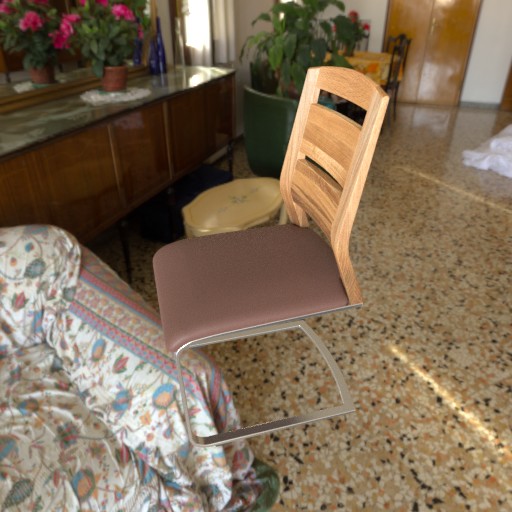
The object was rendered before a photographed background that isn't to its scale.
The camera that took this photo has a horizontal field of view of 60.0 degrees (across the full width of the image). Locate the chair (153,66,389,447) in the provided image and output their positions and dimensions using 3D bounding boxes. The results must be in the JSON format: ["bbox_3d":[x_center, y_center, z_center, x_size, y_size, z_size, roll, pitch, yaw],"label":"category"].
[{"bbox_3d":[0.000,0.000,1.261,0.570,0.970,0.460,-8,32,-13],"label":"chair"}]
